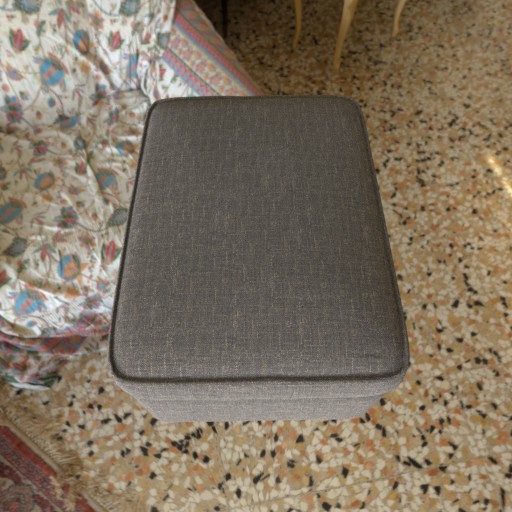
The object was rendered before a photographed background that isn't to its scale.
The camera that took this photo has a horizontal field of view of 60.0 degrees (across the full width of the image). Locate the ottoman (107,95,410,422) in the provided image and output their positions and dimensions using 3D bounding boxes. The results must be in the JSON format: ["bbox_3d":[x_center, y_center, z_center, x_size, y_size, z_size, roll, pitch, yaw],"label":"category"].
[{"bbox_3d":[0.000,0.000,1.101,0.549,0.450,0.749,-1,59,0],"label":"ottoman"}]
